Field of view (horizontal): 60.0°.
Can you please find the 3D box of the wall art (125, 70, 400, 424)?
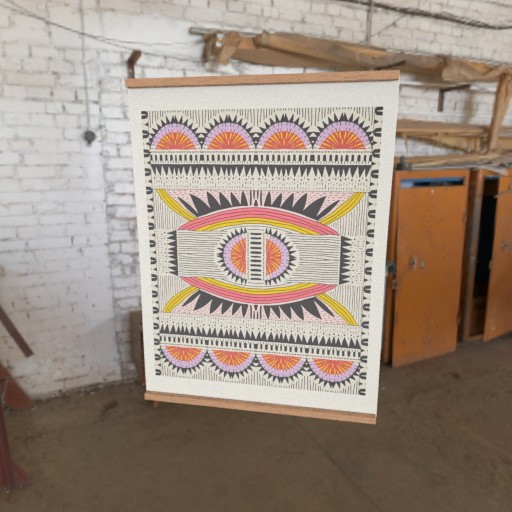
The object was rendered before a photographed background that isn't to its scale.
[{"bbox_3d":[0.000,0.000,0.800,0.456,0.609,0.028,2,13,10],"label":"wall art"}]
